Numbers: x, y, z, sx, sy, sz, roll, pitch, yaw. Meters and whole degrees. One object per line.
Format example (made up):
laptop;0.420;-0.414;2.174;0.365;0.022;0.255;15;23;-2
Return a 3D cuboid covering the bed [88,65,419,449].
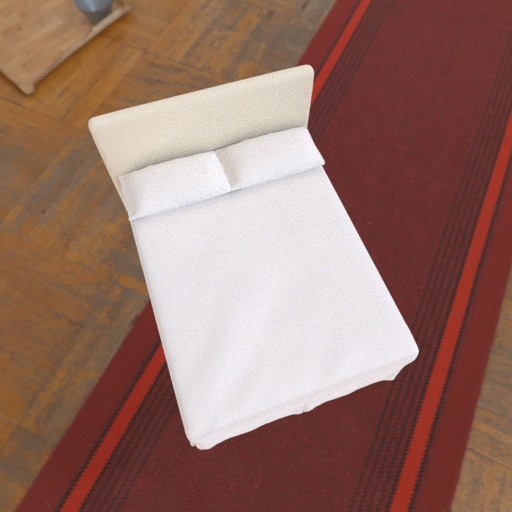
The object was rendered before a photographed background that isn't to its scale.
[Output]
bed;0.000;0.000;3.248;1.714;1.330;2.147;-17;64;-9
